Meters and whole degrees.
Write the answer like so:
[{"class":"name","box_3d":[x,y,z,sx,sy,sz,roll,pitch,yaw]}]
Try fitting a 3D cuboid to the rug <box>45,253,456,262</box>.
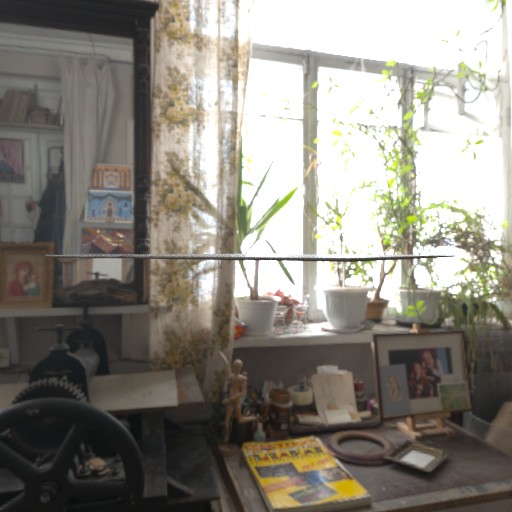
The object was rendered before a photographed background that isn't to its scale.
[{"class":"rug","box_3d":[0.000,0.000,4.150,3.007,0.032,2.434,0,1,36]}]
